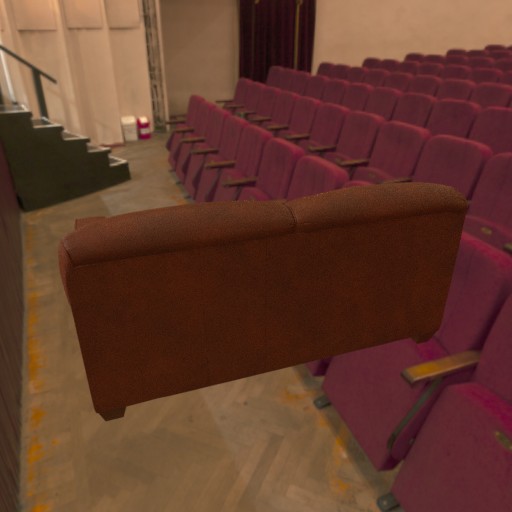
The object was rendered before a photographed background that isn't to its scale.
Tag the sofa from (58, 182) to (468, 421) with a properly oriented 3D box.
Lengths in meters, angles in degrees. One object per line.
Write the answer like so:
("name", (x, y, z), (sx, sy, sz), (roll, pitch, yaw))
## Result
("sofa", (0.000, 0.000, 2.424), (1.856, 0.966, 1.000), (-9, 28, -17))
